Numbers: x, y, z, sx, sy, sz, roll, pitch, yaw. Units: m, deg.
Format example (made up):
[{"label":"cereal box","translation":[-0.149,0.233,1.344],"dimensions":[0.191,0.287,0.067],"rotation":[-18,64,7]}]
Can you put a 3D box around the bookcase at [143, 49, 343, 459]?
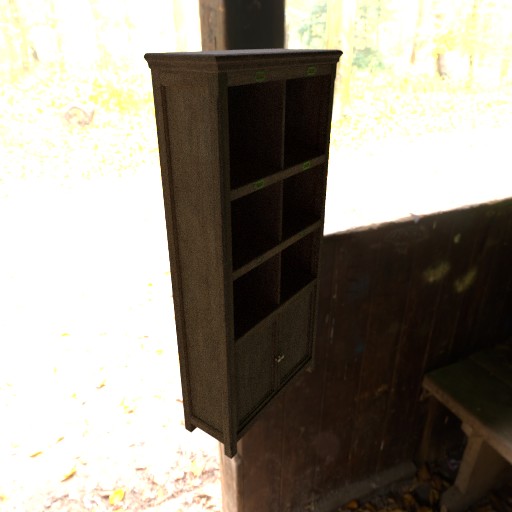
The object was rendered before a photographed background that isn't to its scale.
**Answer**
[{"label":"bookcase","translation":[0.000,0.000,2.238],"dimensions":[0.348,1.880,0.906],"rotation":[18,31,32]}]
